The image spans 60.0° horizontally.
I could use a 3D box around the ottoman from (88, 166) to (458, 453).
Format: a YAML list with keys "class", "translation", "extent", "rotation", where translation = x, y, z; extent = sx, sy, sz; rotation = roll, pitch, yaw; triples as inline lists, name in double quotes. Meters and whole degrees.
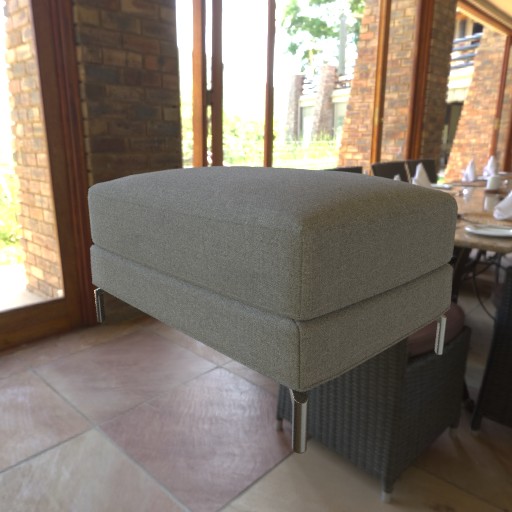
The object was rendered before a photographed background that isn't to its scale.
- class: "ottoman"
  translation: [0.000, 0.000, 1.174]
  extent: [0.584, 0.457, 0.838]
  rotation: [-13, 20, -42]
